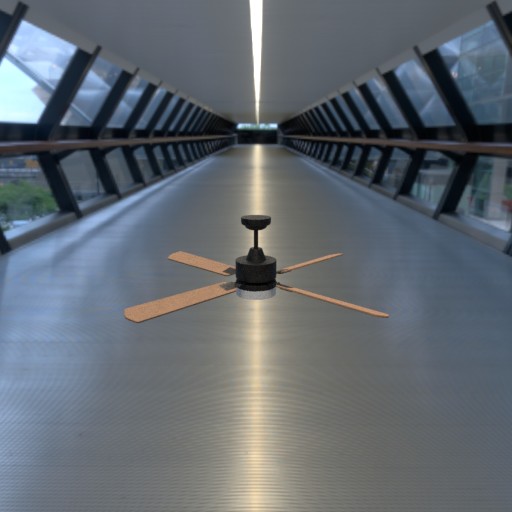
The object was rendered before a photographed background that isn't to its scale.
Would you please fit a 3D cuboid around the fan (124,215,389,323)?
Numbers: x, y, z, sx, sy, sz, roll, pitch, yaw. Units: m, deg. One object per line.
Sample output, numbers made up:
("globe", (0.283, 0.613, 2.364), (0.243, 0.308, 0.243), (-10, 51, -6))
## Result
("fan", (0.000, 0.000, 2.007), (1.320, 0.355, 1.320), (14, 19, 43))
